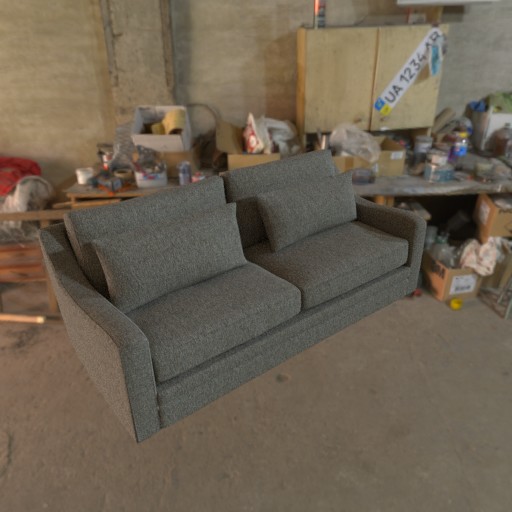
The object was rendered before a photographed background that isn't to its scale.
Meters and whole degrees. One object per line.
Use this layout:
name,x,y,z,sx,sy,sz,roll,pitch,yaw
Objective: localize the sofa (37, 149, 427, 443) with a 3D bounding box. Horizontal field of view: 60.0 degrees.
sofa,0.000,0.000,3.003,2.418,0.998,1.103,-20,34,-32
